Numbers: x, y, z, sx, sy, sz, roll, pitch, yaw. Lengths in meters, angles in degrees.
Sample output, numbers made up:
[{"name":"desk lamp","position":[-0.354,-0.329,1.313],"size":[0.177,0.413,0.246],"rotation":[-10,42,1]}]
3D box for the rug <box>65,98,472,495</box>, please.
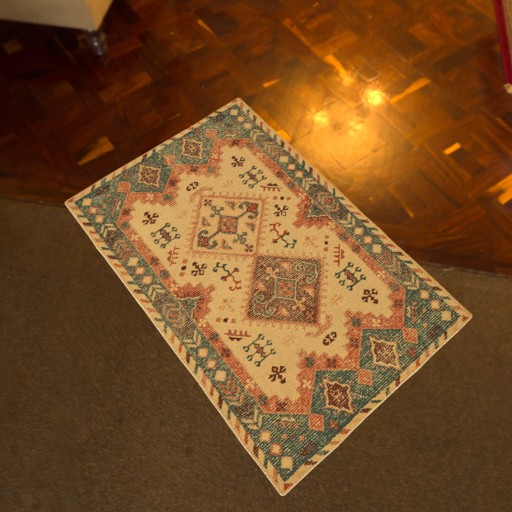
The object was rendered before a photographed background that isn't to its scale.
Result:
[{"name":"rug","position":[0.000,0.000,2.285],"size":[1.225,0.015,1.840],"rotation":[-36,70,-16]}]
